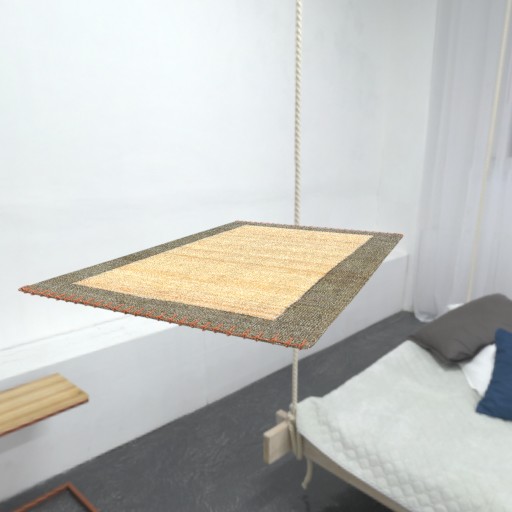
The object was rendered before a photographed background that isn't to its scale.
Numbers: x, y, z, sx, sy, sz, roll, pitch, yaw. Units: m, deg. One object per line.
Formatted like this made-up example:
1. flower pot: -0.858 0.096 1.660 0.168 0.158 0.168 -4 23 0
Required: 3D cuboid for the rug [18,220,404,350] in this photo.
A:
1. rug: 0.000 0.000 2.276 1.220 0.019 1.838 7 15 25
